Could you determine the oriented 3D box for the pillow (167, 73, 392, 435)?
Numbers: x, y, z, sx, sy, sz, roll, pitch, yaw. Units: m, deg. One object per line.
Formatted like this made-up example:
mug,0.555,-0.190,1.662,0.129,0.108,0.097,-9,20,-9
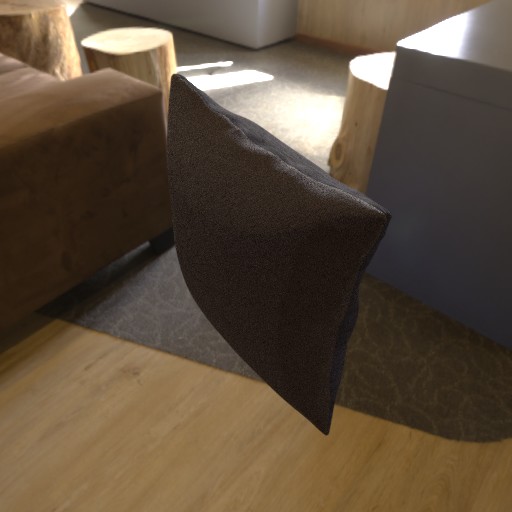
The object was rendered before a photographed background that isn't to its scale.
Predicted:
pillow,0.000,0.000,0.689,0.204,0.439,0.452,-24,47,-24
